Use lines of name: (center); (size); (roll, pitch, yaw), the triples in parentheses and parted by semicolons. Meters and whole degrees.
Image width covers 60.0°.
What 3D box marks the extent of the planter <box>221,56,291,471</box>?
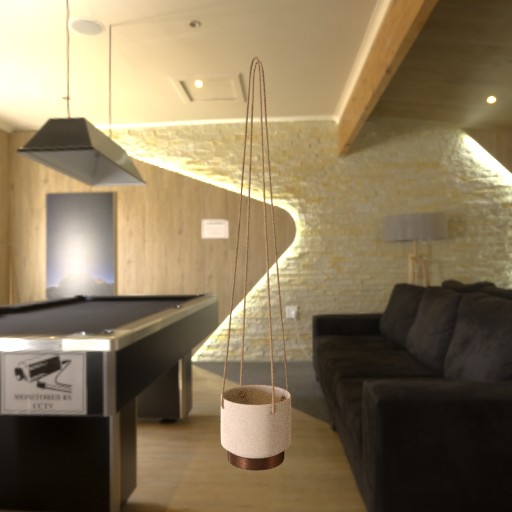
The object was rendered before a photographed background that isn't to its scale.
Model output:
planter: (0.000, 0.000, 0.928); (0.146, 0.841, 0.146); (0, -1, 19)
